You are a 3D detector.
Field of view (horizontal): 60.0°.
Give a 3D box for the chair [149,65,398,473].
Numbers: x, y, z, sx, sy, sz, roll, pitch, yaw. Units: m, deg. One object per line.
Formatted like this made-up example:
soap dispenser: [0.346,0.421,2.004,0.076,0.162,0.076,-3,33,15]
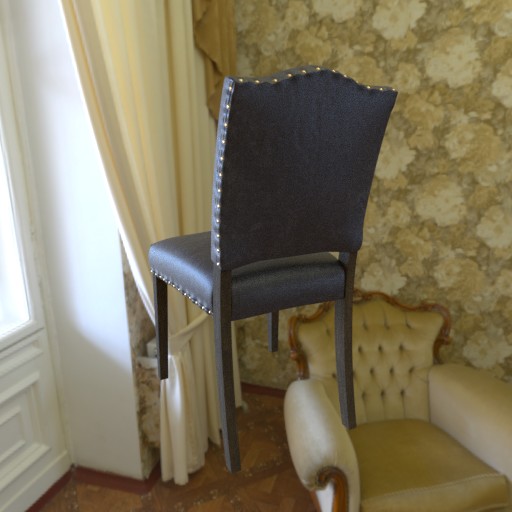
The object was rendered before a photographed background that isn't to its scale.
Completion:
chair: [0.000,0.000,1.327,0.500,0.991,0.633,-8,17,-26]
